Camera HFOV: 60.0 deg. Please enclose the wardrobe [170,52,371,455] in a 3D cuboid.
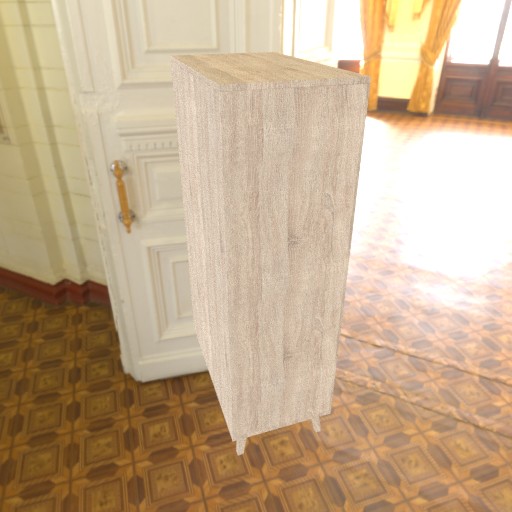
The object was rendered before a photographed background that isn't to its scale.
[{"bbox_3d":[0.000,0.000,2.452,0.600,1.960,1.000,-10,31,-16],"label":"wardrobe"}]
